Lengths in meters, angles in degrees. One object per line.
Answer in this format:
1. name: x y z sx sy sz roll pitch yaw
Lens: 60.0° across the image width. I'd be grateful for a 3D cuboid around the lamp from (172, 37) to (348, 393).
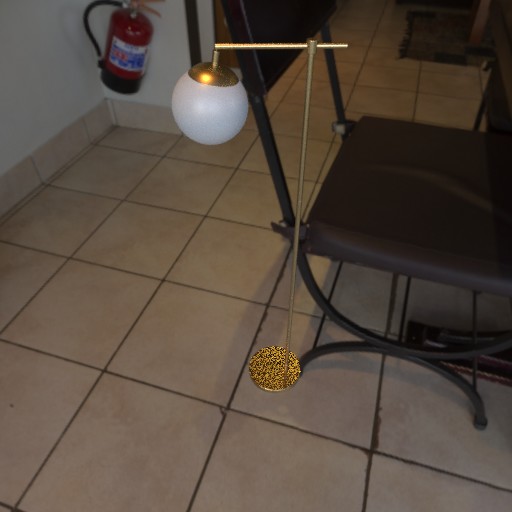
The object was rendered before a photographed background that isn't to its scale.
1. lamp: 0.000 0.000 1.648 0.476 1.505 0.249 -1 42 -1
